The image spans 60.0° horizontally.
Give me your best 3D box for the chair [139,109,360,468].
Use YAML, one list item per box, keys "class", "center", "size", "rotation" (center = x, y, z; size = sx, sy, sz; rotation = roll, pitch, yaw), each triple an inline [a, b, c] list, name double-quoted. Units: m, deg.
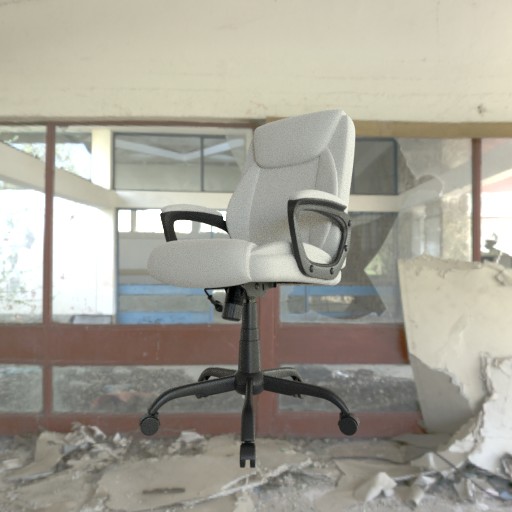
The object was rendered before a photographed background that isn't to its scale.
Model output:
- class: "chair"
  center: [0.000, 0.000, 1.458]
  size: [0.663, 1.065, 0.669]
  rotation: [-1, -1, 36]
